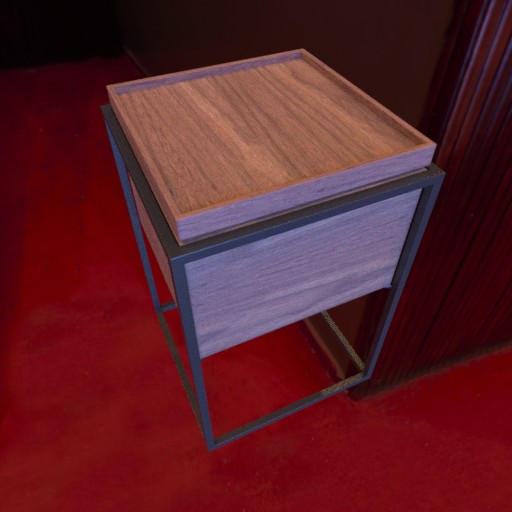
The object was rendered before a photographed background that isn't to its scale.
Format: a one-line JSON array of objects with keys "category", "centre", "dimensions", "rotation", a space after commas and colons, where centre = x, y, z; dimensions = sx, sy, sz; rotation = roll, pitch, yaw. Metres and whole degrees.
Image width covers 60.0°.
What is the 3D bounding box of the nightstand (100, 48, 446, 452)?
[{"category": "nightstand", "centre": [0.000, 0.000, 0.870], "dimensions": [0.397, 0.607, 0.397], "rotation": [-18, 48, -17]}]
